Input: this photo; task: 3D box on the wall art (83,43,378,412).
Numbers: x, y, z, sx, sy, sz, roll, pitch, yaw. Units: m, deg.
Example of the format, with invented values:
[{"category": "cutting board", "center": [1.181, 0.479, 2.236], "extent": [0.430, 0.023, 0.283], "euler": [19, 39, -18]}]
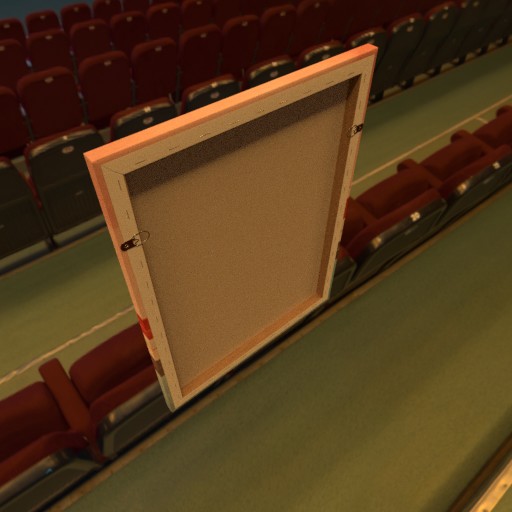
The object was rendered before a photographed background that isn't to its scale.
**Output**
[{"category": "wall art", "center": [0.000, 0.000, 1.310], "extent": [0.761, 1.016, 0.039], "euler": [-31, 54, -26]}]
